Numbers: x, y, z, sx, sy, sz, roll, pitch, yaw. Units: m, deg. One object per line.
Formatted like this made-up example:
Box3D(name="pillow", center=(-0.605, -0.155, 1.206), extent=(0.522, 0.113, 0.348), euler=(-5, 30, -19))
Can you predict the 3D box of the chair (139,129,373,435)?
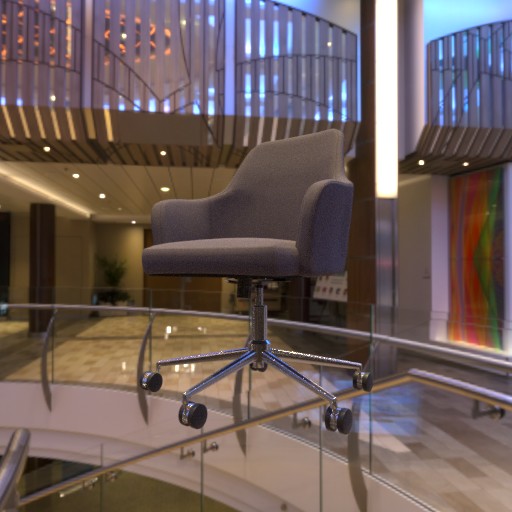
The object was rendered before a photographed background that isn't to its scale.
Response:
Box3D(name="chair", center=(0.000, 0.000, 1.282), extent=(0.655, 0.820, 0.600), euler=(-1, -1, 36))
